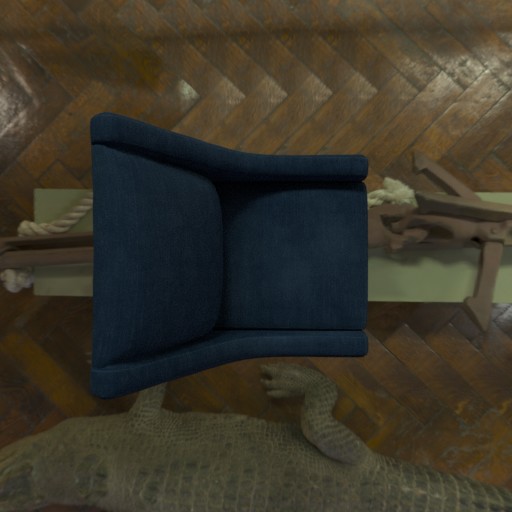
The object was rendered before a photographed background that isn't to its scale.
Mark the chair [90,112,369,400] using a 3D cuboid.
[{"bbox_3d":[0.000,0.000,1.637,0.870,1.014,0.774,0,90,1],"label":"chair"}]
